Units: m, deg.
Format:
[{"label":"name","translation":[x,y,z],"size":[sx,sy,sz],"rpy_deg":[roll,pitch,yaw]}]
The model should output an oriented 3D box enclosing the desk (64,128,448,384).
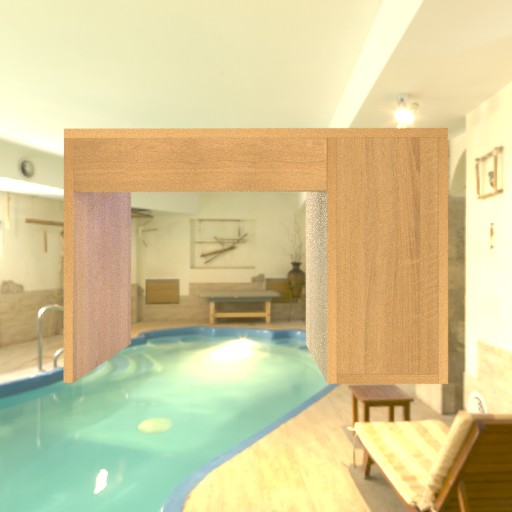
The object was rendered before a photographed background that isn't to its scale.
[{"label":"desk","translation":[0.000,0.000,1.568],"size":[1.100,0.731,0.600],"rpy_deg":[0,0,0]}]
